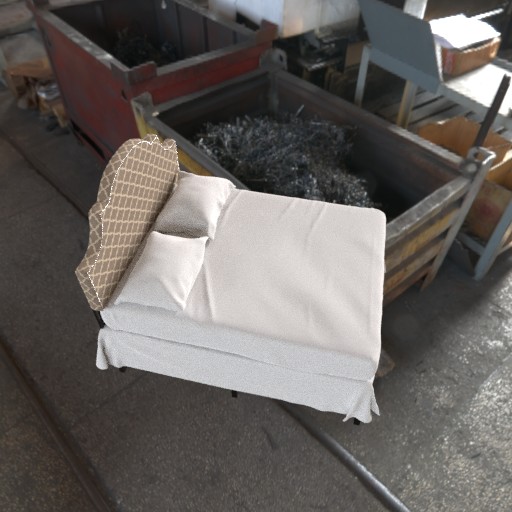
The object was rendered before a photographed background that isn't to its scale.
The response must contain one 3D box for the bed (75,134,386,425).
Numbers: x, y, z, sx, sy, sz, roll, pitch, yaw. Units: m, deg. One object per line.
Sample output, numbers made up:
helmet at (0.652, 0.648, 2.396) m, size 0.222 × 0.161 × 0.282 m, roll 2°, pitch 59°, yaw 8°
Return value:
bed at (0.000, 0.000, 3.468) m, size 2.222 × 1.633 × 1.780 m, roll 10°, pitch 47°, yaw 9°
